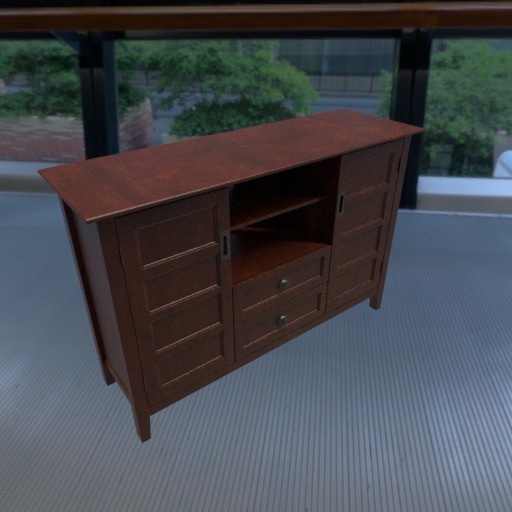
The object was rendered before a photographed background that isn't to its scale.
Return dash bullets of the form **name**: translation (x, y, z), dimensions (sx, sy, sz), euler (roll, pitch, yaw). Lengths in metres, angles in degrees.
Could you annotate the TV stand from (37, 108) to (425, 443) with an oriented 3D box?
- **TV stand**: translation (0.000, 0.000, 1.816), dimensions (1.372, 0.915, 0.445), euler (-21, 37, -31)
